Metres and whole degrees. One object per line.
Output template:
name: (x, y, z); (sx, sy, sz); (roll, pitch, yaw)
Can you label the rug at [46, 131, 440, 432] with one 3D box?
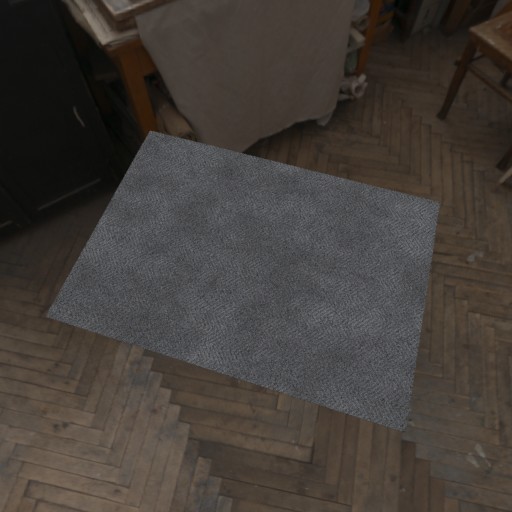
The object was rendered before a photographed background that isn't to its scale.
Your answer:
rug: (0.000, 0.000, 2.949); (2.235, 0.008, 1.600); (16, 64, 8)
